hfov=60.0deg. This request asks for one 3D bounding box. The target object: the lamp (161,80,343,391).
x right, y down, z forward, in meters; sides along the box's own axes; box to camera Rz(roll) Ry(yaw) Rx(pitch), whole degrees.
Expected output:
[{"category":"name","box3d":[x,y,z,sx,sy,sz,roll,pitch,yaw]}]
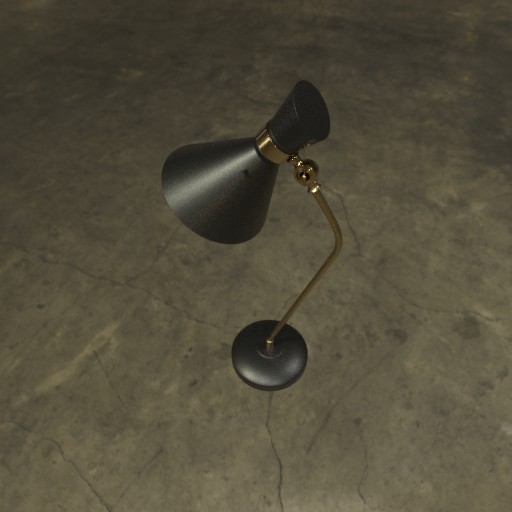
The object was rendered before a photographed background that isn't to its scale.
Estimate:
[{"category":"lamp","box3d":[0.000,0.000,0.793,0.292,0.647,0.189,15,48,14]}]
